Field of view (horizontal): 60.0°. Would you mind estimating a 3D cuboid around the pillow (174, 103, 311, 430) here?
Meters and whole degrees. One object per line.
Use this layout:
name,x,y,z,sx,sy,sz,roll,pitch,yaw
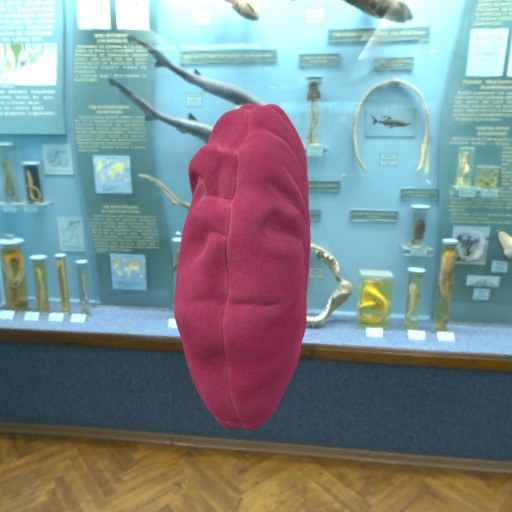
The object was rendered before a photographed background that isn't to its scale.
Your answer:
pillow,0.000,0.000,0.625,0.148,0.407,0.428,2,14,8
